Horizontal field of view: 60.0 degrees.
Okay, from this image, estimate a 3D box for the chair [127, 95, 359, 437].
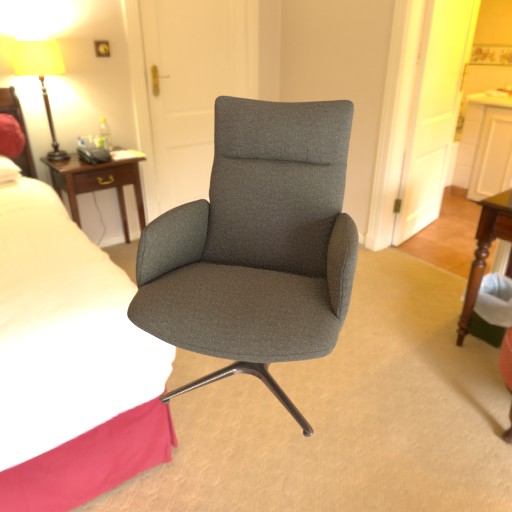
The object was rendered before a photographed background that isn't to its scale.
[{"bbox_3d":[0.000,0.000,1.565,0.702,0.984,0.831,7,27,15],"label":"chair"}]
